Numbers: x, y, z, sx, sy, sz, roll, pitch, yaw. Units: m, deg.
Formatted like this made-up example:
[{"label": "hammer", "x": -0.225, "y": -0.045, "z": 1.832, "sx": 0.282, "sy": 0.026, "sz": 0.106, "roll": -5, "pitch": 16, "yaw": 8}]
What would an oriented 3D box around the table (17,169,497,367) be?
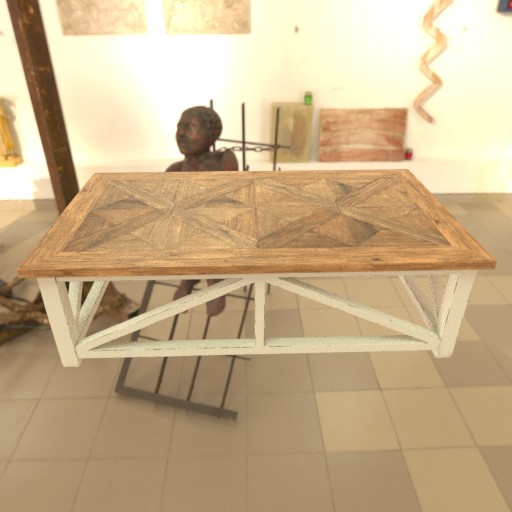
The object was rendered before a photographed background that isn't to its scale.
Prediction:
[{"label": "table", "x": 0.000, "y": 0.000, "z": 1.736, "sx": 1.400, "sy": 0.410, "sz": 0.800, "roll": -1, "pitch": 31, "yaw": -2}]
